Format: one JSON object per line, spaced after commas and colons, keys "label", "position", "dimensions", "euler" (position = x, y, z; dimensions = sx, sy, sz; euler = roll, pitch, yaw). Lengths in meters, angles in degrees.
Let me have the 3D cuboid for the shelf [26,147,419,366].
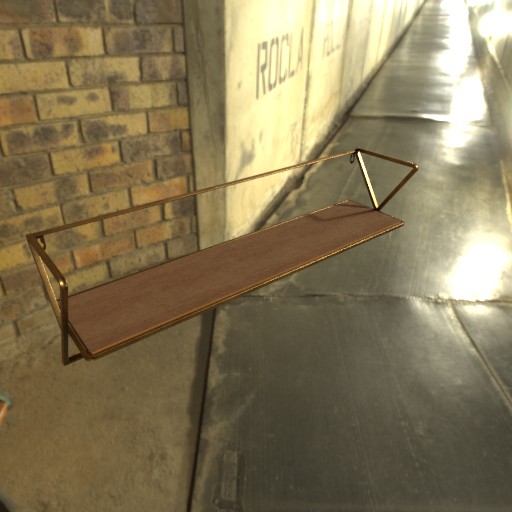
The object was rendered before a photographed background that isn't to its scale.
{"label": "shelf", "position": [0.000, 0.000, 0.752], "dimensions": [0.645, 0.229, 0.150], "euler": [-21, 36, -32]}
